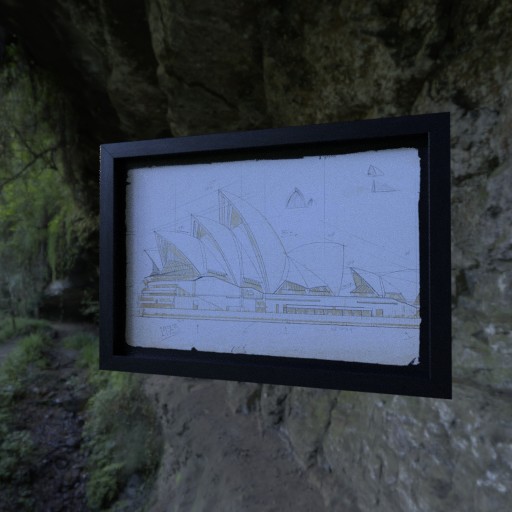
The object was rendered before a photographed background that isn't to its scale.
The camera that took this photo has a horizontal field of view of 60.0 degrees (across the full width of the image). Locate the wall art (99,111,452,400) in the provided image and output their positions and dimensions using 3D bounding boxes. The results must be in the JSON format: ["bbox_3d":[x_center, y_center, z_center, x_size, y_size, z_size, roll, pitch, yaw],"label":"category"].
[{"bbox_3d":[0.000,0.000,0.814,0.657,0.458,0.027,0,-1,17],"label":"wall art"}]
